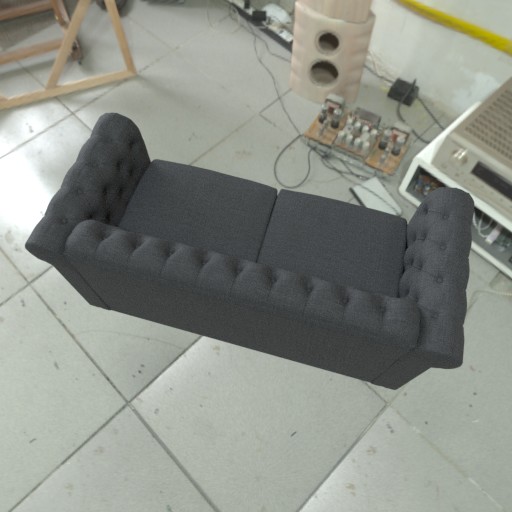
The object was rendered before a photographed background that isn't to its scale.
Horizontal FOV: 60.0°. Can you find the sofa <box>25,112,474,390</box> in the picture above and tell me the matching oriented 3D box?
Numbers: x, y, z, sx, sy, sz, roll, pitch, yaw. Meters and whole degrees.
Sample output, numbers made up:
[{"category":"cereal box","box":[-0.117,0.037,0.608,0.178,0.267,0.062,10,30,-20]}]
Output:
[{"category":"sofa","box":[0.000,0.000,2.184,1.798,0.797,0.783,14,64,7]}]
